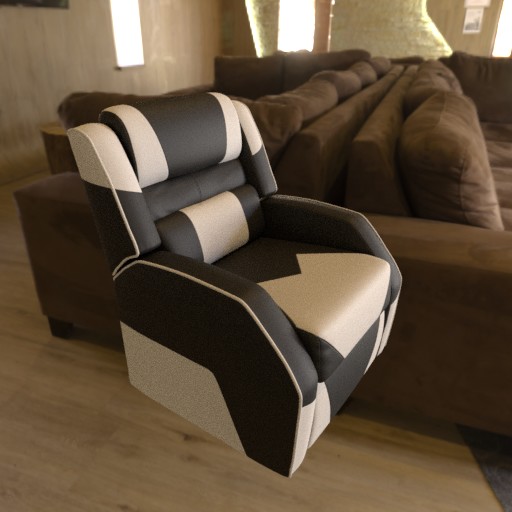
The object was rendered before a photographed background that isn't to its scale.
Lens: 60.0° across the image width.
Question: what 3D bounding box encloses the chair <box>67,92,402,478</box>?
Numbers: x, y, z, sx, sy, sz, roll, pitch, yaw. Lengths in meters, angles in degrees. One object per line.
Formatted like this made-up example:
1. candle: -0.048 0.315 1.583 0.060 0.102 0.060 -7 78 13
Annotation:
1. chair: 0.000 0.000 1.245 0.672 0.805 0.620 18 31 31
